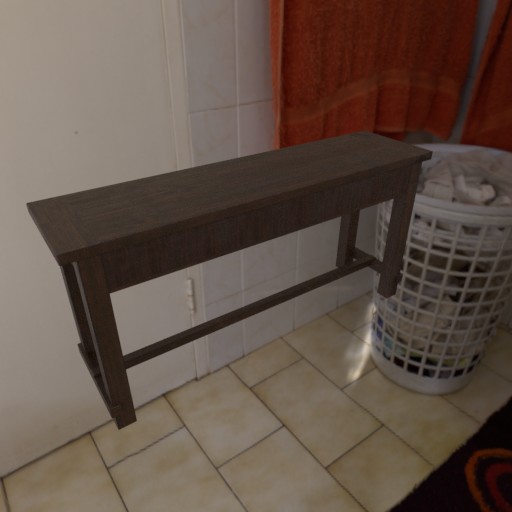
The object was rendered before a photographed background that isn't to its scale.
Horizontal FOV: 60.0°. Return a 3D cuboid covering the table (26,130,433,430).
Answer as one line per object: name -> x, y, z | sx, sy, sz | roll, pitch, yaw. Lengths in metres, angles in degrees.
table -> 0.000, 0.000, 1.924 | 1.599, 0.762, 0.442 | -19, 36, -29
